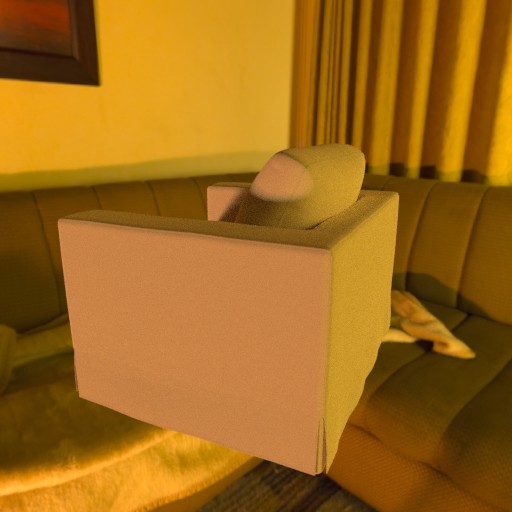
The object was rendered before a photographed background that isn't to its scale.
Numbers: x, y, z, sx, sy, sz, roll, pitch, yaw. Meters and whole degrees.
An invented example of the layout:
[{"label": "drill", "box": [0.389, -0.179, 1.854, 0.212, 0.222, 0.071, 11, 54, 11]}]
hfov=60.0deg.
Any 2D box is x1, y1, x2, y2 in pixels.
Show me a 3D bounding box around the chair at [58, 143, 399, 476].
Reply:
[{"label": "chair", "box": [0.000, 0.000, 1.790, 0.957, 0.878, 1.150, 7, 18, 24]}]
